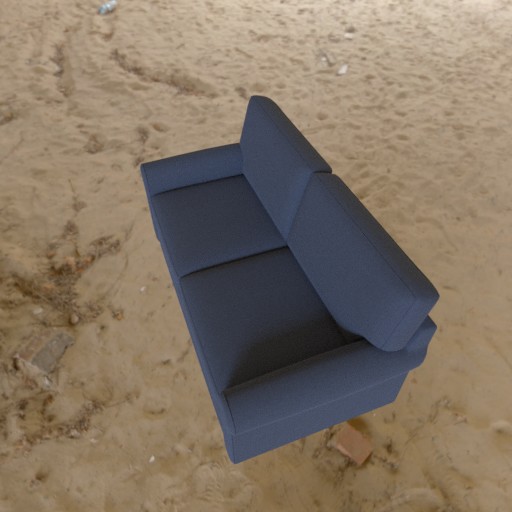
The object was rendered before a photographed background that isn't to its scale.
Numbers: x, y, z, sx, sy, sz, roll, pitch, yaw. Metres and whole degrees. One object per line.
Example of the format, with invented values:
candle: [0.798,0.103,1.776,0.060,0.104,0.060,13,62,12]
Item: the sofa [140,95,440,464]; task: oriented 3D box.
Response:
sofa: [0.000,0.000,2.533,0.940,1.020,1.930,-15,48,-14]
